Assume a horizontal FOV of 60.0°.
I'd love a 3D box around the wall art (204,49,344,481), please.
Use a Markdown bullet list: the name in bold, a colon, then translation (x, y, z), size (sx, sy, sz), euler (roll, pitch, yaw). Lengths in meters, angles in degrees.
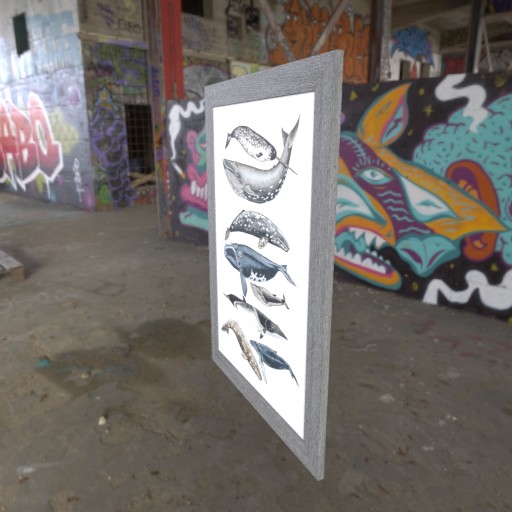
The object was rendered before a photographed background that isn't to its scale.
- **wall art**: translation (0.000, 0.000, 1.391), size (0.020, 1.070, 0.768), euler (-7, 17, -26)
